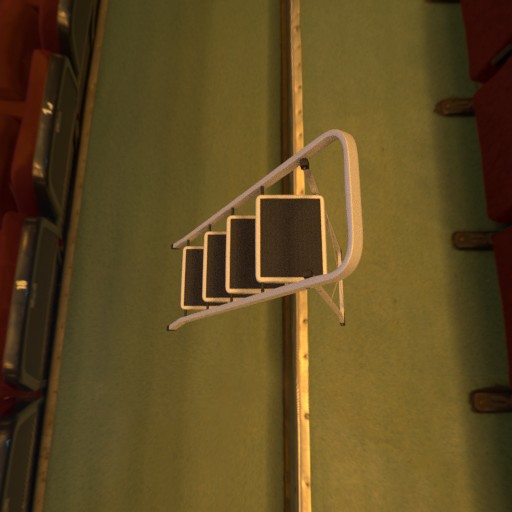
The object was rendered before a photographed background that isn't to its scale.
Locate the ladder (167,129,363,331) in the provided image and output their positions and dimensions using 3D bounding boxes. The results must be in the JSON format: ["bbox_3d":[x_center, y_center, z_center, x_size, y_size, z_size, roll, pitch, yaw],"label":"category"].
[{"bbox_3d":[0.000,0.000,1.715,0.914,1.265,0.460,0,75,0],"label":"ladder"}]
